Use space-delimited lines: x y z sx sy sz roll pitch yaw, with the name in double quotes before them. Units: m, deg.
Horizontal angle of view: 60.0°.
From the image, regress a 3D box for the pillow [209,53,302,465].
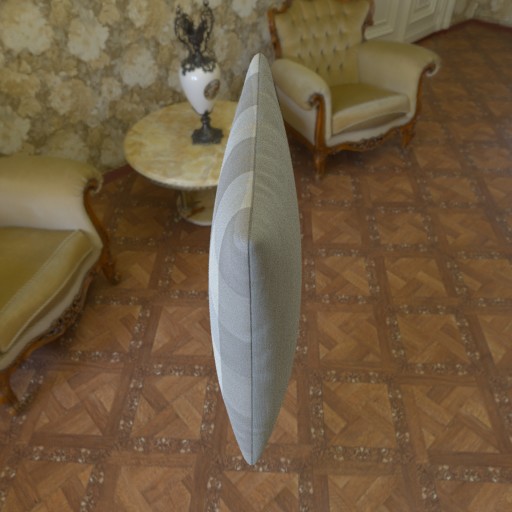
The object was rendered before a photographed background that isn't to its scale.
"pillow" 0.000 0.000 0.769 0.161 0.509 0.511 1 43 1
